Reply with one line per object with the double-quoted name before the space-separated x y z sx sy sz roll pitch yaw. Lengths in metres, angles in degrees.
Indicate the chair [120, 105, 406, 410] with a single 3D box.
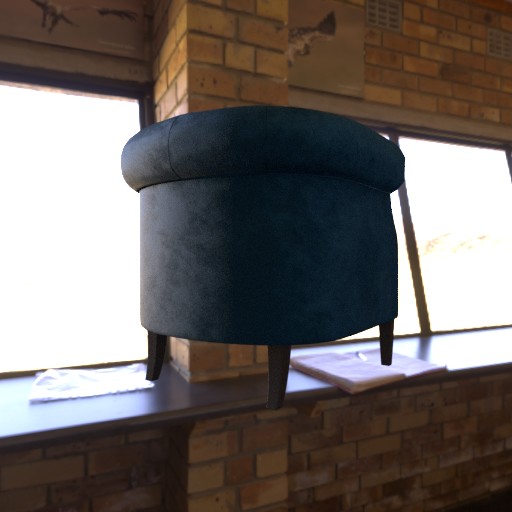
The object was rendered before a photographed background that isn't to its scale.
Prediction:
"chair" 0.000 0.000 1.564 0.904 0.826 0.851 0 0 34
